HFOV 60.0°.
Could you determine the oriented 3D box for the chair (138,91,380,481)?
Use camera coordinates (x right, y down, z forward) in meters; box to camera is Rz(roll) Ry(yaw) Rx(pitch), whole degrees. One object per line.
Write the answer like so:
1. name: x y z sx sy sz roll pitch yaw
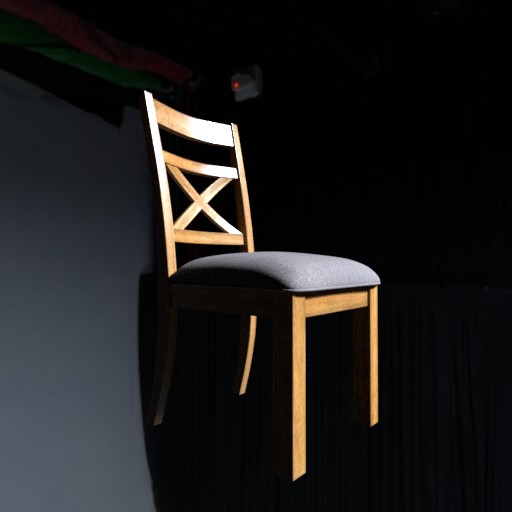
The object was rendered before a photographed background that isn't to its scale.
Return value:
1. chair: 0.000 0.000 1.272 0.581 0.949 0.470 -1 -1 38
